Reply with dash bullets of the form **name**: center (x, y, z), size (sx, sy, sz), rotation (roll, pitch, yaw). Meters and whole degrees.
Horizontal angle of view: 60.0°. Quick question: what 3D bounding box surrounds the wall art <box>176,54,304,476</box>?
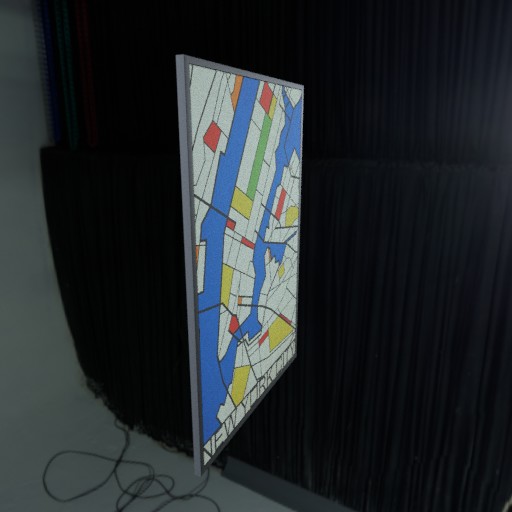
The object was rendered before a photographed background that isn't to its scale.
- **wall art**: center (0.000, 0.000, 0.860), size (0.013, 0.657, 0.457), rotation (7, 17, 24)
